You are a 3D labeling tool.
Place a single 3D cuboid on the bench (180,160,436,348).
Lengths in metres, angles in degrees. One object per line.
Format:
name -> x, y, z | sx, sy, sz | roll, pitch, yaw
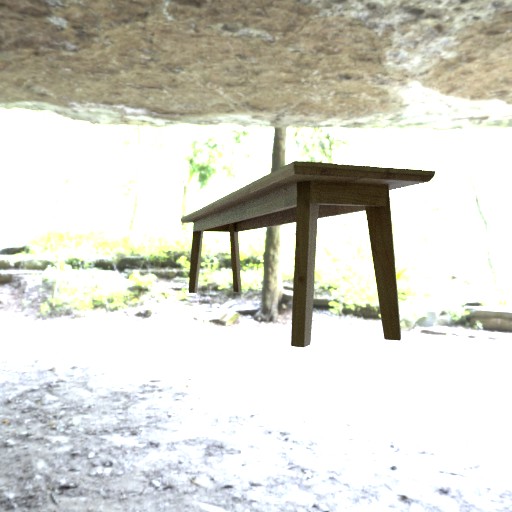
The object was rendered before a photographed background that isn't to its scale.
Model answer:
bench -> 0.000, 0.000, 1.839 | 0.378, 0.431, 1.698 | 0, 0, -18
